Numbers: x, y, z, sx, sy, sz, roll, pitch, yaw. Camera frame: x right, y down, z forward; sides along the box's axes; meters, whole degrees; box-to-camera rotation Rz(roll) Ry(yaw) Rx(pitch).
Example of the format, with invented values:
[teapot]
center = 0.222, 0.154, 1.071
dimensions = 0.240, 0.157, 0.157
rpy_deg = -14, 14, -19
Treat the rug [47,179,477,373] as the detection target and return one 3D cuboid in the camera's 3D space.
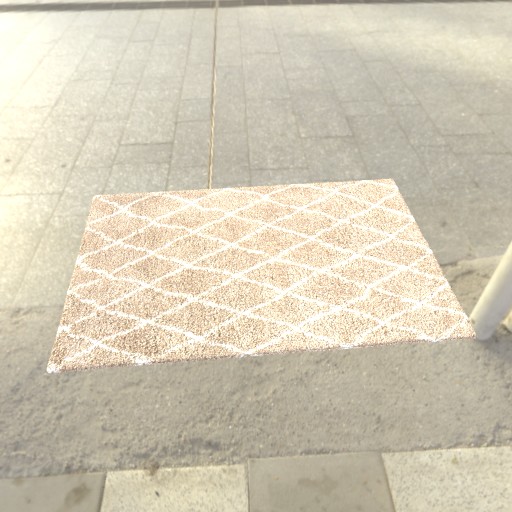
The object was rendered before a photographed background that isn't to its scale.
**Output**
[rug]
center = 0.000, 0.000, 3.426
dimensions = 2.743, 0.030, 1.778
rpy_deg = -4, 45, -4
